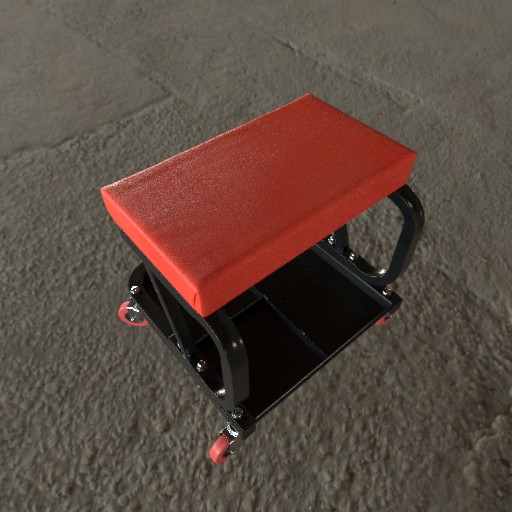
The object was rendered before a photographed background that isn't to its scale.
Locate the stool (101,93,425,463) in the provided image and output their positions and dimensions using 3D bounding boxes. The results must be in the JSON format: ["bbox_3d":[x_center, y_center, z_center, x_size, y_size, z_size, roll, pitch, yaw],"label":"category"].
[{"bbox_3d":[0.000,0.000,0.727,0.446,0.380,0.371,-32,56,-25],"label":"stool"}]
